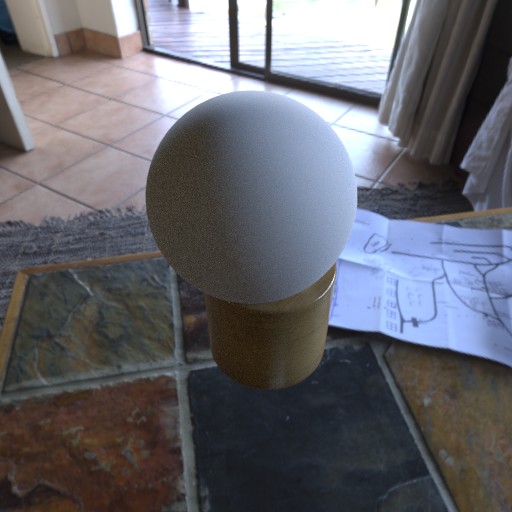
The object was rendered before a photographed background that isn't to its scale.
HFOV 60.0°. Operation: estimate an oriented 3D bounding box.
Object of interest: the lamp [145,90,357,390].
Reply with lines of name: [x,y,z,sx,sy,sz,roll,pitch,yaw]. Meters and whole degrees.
lamp: [0.000,0.000,0.343,0.141,0.250,0.152,24,47,25]
